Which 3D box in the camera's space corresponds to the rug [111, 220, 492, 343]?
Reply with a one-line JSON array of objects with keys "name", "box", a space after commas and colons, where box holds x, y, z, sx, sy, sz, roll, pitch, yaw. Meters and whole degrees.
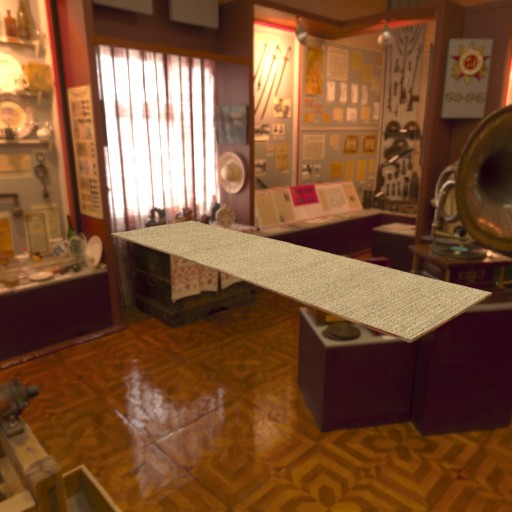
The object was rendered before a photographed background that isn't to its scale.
[{"name": "rug", "box": [0.000, 0.000, 2.535, 0.692, 0.032, 2.320, -13, 20, -40]}]
